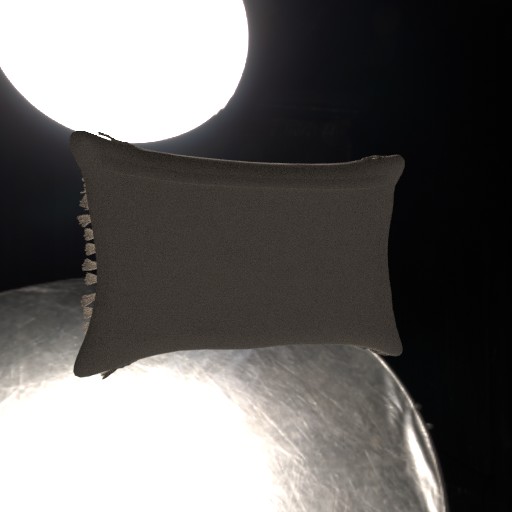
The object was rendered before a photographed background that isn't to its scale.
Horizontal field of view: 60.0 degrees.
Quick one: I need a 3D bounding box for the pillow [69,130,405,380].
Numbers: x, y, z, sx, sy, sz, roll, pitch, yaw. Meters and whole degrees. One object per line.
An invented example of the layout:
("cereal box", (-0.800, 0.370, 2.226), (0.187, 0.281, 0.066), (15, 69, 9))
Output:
("pillow", (0.000, 0.000, 0.599), (0.466, 0.305, 0.084), (0, 1, -17))
